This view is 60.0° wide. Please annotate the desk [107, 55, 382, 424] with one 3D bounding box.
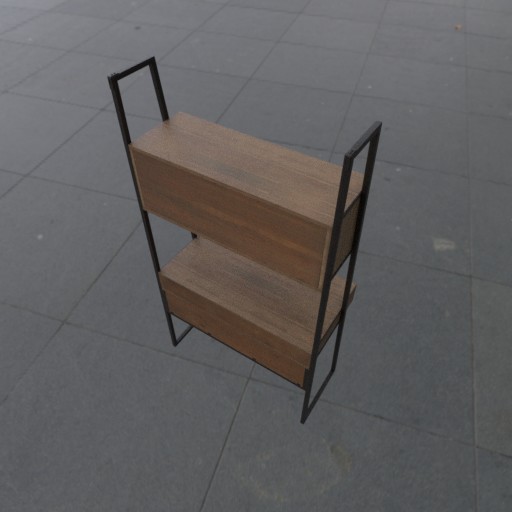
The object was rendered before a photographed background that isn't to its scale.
[{"bbox_3d":[0.000,0.000,2.245,0.982,1.809,0.515,25,51,22],"label":"desk"}]
